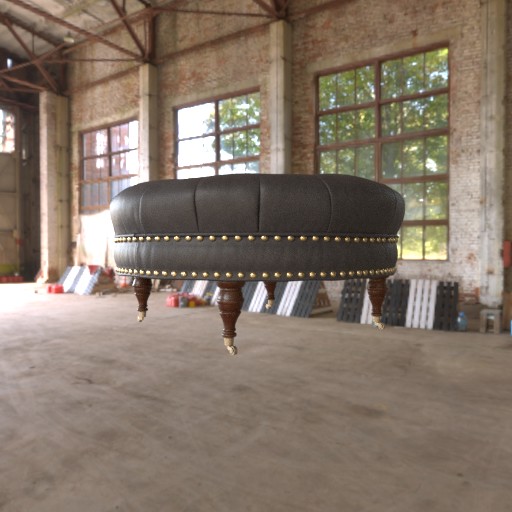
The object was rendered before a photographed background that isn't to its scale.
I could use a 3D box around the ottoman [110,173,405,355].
[{"bbox_3d":[0.000,0.000,1.402,0.901,0.439,0.901,0,1,0],"label":"ottoman"}]
